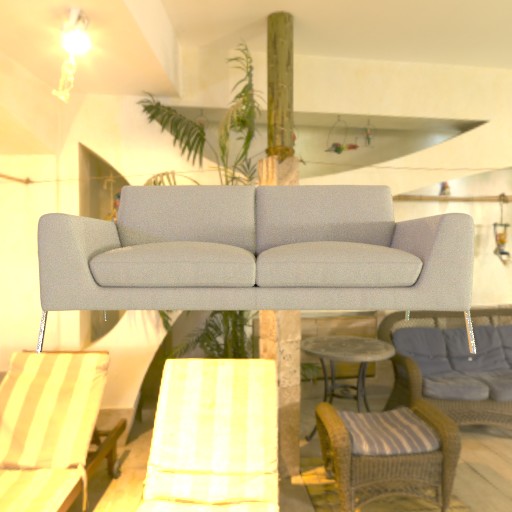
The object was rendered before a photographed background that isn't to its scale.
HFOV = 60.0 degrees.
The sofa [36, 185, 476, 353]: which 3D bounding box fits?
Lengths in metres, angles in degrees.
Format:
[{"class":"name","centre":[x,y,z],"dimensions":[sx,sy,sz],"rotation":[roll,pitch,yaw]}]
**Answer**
[{"class":"sofa","centre":[0.000,0.000,2.478],"dimensions":[2.017,0.875,0.953],"rotation":[0,1,0]}]
